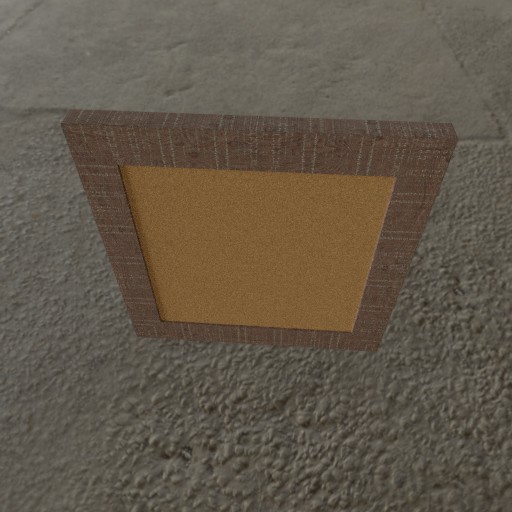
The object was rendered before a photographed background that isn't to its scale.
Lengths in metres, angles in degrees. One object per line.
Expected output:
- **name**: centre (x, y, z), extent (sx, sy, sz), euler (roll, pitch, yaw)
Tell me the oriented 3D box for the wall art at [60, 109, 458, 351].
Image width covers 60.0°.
- **wall art**: centre (0.000, 0.000, 0.797), extent (0.531, 0.531, 0.040), euler (3, 47, 3)
